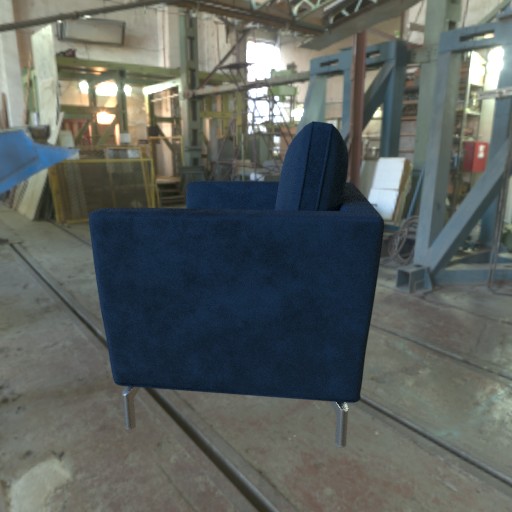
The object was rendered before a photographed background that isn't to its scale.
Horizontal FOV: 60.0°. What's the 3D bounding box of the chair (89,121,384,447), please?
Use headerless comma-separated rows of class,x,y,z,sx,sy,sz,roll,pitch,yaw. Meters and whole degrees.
chair,0.000,0.000,1.589,0.746,0.893,0.977,2,14,8
